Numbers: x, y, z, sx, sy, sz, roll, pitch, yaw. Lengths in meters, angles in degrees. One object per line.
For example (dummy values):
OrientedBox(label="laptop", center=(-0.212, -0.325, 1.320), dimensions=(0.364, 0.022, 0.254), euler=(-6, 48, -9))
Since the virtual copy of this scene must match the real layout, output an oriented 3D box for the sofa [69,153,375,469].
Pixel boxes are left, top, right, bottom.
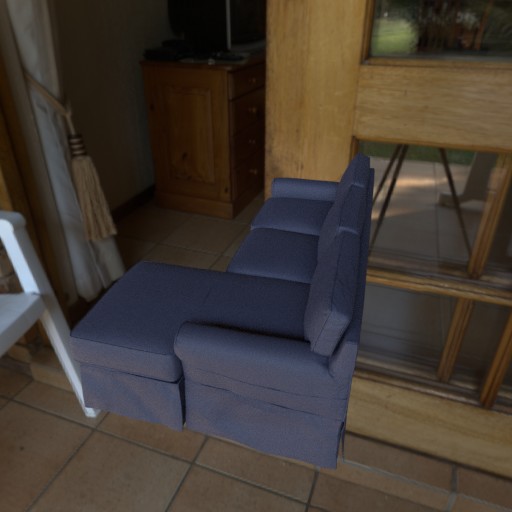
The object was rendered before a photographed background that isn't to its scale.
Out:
OrientedBox(label="sofa", center=(0.000, 0.000, 3.350), dimensions=(1.637, 1.039, 2.518), euler=(7, 31, 13))
